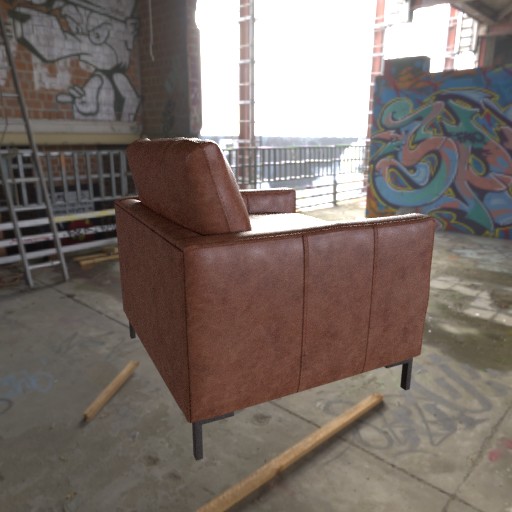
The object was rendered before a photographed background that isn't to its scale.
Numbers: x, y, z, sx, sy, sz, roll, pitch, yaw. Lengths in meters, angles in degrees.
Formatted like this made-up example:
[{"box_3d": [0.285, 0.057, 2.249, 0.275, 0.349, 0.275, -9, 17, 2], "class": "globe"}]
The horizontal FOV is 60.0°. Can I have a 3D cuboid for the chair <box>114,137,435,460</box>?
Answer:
[{"box_3d": [0.000, 0.000, 1.681, 0.862, 0.869, 0.967, -8, 17, -26], "class": "chair"}]
